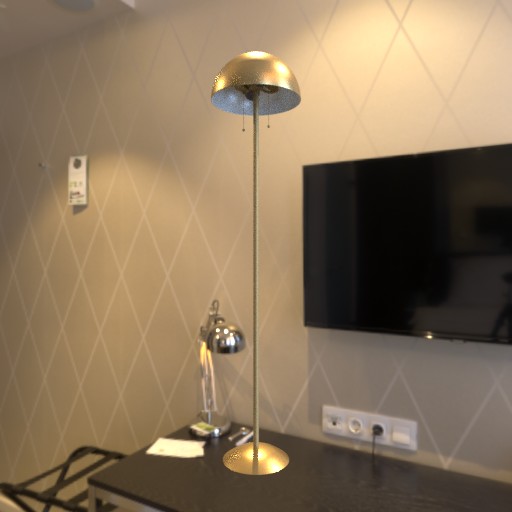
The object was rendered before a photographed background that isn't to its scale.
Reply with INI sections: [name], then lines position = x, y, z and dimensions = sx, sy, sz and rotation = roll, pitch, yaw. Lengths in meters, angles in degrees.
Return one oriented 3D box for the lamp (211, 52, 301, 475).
[lamp]
position = 0.000, 0.000, 1.620
dimensions = 0.328, 1.480, 0.328
rotation = 0, 0, 0
